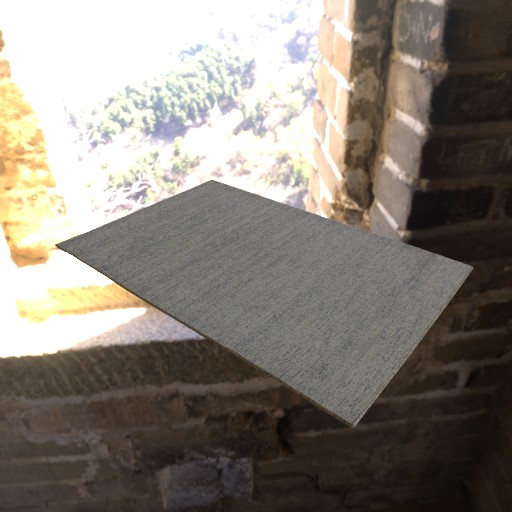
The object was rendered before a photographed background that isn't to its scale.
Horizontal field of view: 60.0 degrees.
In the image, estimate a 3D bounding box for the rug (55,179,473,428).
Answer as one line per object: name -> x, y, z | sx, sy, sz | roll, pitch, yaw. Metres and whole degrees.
rug -> 0.000, 0.000, 2.861 | 2.263, 0.017, 1.523 | 23, 39, 33
